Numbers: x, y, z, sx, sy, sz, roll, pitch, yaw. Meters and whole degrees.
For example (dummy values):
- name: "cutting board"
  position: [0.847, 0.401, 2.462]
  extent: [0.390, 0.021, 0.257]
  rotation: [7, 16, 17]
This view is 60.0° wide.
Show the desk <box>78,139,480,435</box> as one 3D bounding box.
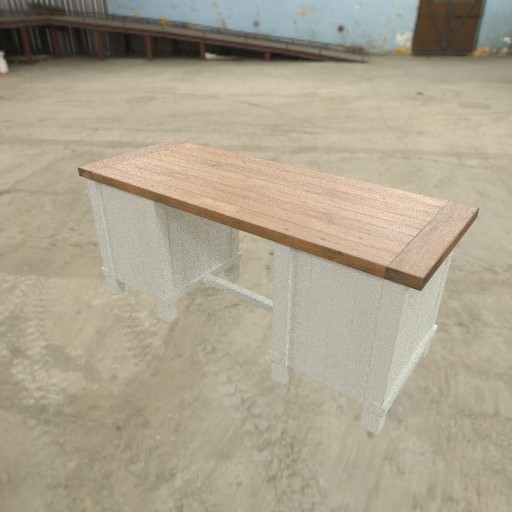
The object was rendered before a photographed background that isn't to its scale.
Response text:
- name: "desk"
  position: [0.000, 0.000, 2.258]
  extent: [1.803, 0.760, 0.688]
  rotation: [20, 35, 32]
